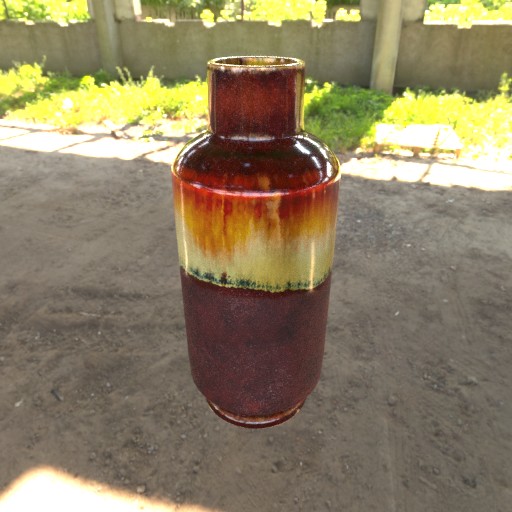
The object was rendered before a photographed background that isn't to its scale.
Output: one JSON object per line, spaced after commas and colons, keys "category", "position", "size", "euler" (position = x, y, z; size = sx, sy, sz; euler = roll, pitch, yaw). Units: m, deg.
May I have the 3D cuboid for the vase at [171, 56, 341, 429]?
{"category": "vase", "position": [0.000, 0.000, 0.322], "size": [0.111, 0.261, 0.111], "euler": [0, 29, 0]}
